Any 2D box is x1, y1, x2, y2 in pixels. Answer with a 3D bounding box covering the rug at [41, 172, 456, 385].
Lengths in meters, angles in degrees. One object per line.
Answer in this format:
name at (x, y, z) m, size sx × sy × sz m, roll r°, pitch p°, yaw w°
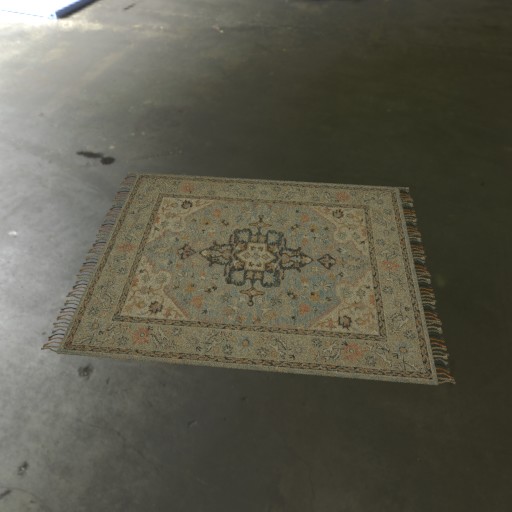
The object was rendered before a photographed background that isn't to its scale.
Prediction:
rug at (0.000, 0.000, 4.212) m, size 3.221 × 0.011 × 2.379 m, roll 4°, pitch 47°, yaw 4°
